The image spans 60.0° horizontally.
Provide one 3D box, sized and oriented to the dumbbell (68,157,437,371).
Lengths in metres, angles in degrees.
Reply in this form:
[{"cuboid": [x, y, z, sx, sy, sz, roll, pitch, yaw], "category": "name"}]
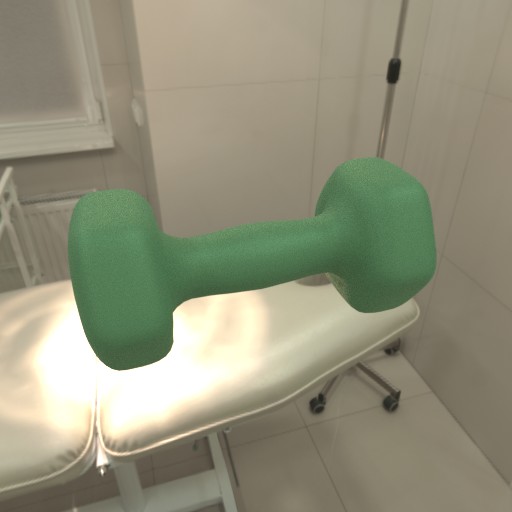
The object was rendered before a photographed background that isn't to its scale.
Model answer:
[{"cuboid": [0.000, 0.000, 0.338, 0.260, 0.117, 0.129, -10, 34, -15], "category": "dumbbell"}]
